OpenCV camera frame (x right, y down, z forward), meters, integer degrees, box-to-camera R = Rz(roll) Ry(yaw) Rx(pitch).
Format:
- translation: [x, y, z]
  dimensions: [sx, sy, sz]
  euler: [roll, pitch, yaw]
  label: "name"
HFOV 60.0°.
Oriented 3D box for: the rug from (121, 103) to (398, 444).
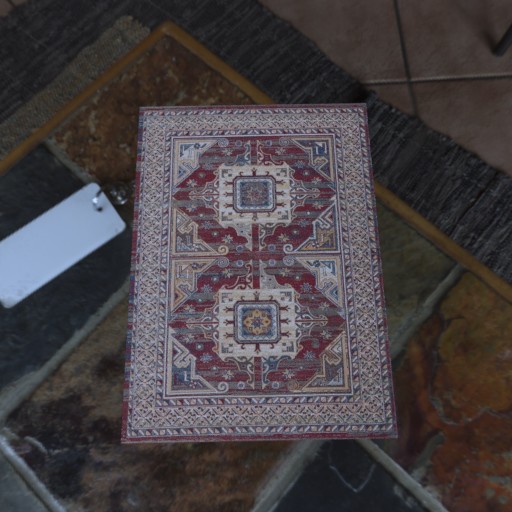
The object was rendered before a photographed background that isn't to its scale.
- translation: [0.000, 0.000, 2.846]
  dimensions: [1.599, 0.011, 2.210]
  euler: [-1, 75, 0]
  label: "rug"
